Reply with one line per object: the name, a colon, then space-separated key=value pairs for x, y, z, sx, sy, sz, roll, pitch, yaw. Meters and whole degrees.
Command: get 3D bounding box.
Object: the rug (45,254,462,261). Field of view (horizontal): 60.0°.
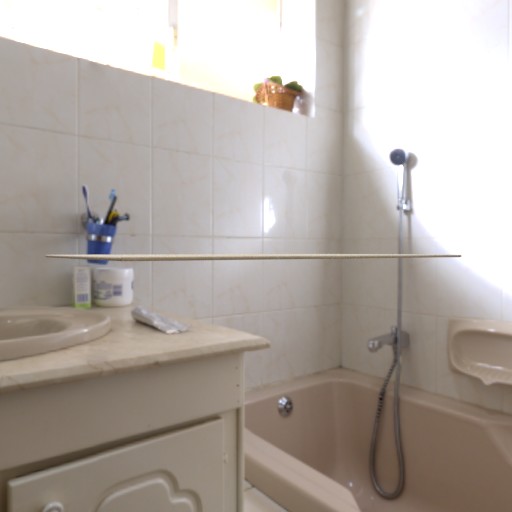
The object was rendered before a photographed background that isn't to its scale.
rug: x=0.000 y=0.000 z=2.347 sx=1.848 sy=0.014 sz=1.238 roll=0 pitch=1 yaw=-35
